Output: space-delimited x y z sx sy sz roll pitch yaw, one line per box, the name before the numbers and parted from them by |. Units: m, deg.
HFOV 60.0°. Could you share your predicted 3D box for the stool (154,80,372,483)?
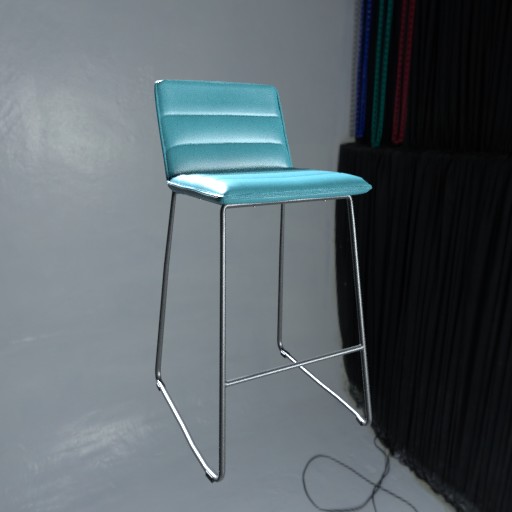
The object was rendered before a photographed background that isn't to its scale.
stool | 0.000 0.000 1.217 0.489 0.936 0.524 -8 18 -26
